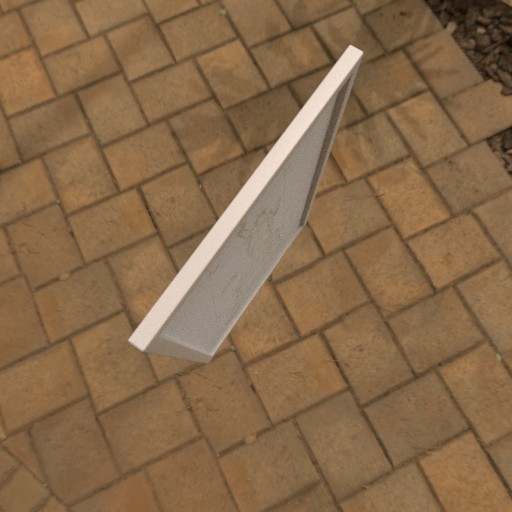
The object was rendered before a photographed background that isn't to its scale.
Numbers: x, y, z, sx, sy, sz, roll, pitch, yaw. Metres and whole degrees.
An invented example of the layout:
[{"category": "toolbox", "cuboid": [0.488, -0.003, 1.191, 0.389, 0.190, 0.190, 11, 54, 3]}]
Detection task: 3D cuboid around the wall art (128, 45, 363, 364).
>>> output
[{"category": "wall art", "cuboid": [0.000, 0.000, 1.026, 0.026, 0.813, 0.556, 34, 78, 8]}]
